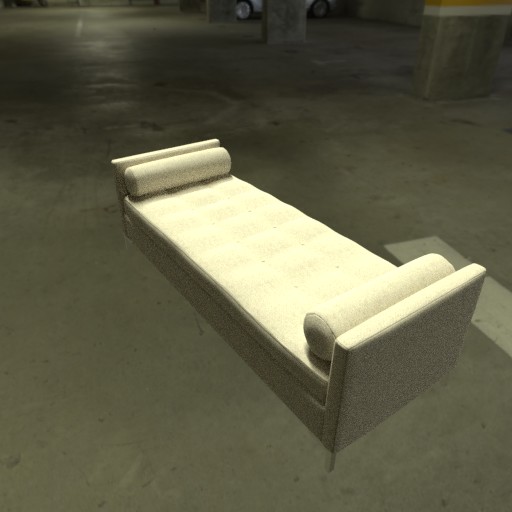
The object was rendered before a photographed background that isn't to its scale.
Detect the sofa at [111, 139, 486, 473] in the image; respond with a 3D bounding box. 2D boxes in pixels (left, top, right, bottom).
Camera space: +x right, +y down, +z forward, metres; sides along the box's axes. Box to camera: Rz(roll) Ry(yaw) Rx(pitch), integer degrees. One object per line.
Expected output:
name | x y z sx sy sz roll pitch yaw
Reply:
sofa | 0.000 0.000 2.433 0.797 0.655 2.102 -21 37 -29
